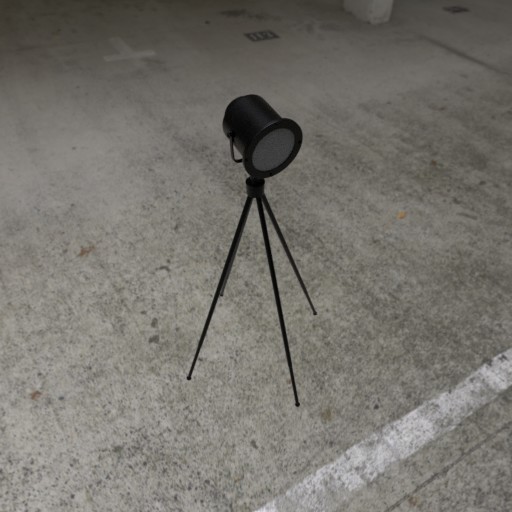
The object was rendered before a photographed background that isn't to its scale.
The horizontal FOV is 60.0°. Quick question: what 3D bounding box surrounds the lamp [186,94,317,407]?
[{"bbox_3d":[0.000,0.000,2.049,0.879,1.504,0.884,-23,50,-21],"label":"lamp"}]
